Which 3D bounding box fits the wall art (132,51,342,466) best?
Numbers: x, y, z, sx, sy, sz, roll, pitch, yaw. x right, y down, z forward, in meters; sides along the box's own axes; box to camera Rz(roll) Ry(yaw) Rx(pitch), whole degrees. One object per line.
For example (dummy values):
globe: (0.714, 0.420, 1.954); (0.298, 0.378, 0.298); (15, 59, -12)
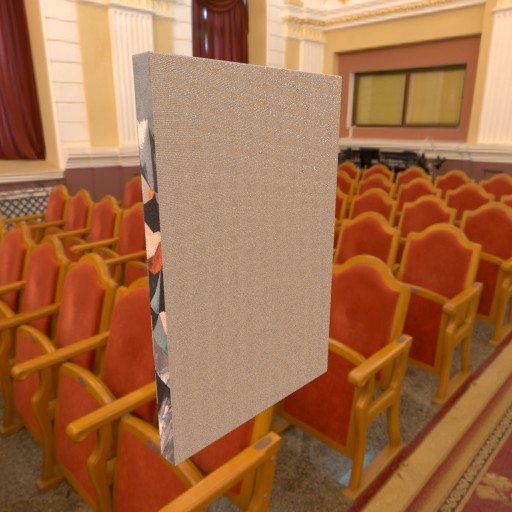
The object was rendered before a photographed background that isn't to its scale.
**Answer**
wall art: (0.000, 0.000, 1.154); (0.609, 0.911, 0.061); (-16, 23, -43)
